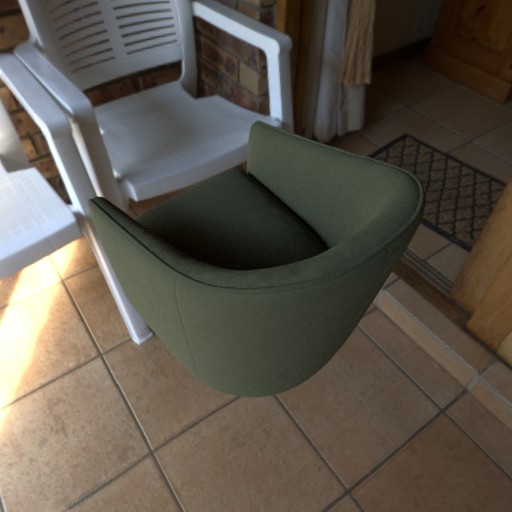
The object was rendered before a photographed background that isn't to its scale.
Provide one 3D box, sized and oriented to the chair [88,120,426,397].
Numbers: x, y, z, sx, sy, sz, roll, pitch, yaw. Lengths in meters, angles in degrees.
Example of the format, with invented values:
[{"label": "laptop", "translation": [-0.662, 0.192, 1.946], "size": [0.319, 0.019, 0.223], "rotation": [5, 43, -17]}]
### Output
[{"label": "chair", "translation": [0.000, 0.000, 1.456], "size": [0.747, 0.799, 0.875], "rotation": [-33, 56, -26]}]
